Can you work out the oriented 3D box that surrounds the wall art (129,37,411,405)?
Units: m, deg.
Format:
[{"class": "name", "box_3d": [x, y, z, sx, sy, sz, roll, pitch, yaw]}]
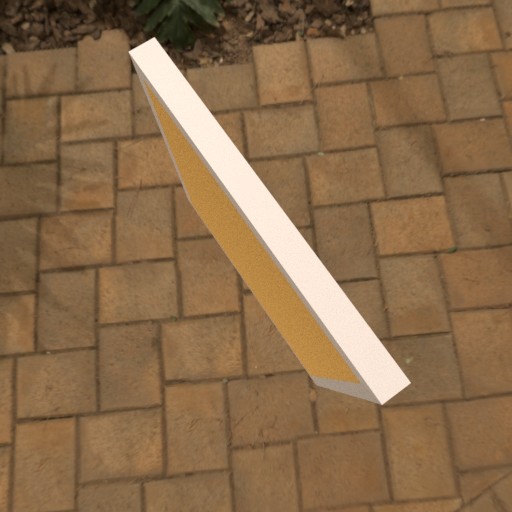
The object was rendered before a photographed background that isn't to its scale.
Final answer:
[{"class": "wall art", "box_3d": [0.000, 0.000, 1.907, 0.098, 1.291, 1.289, -34, 78, -8]}]
